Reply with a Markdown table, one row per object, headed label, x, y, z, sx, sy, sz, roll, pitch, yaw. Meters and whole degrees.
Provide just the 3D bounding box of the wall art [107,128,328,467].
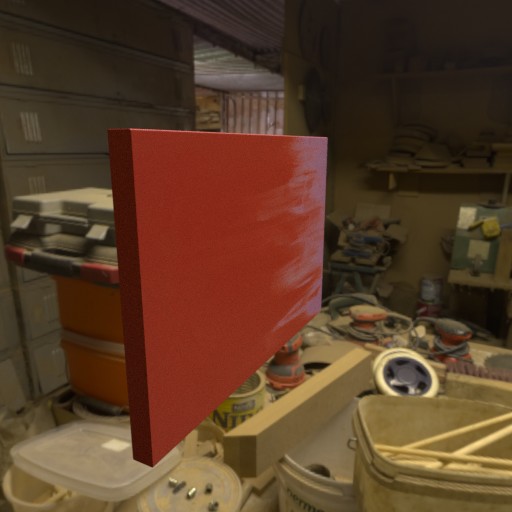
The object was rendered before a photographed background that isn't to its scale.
| label | x | y | z | sx | sy | sz | roll | pitch | yaw |
| --- | --- | --- | --- | --- | --- | --- | --- | --- | --- |
| wall art | 0.000 | 0.000 | 0.768 | 0.033 | 0.405 | 0.607 | 7 | 16 | 27 |
